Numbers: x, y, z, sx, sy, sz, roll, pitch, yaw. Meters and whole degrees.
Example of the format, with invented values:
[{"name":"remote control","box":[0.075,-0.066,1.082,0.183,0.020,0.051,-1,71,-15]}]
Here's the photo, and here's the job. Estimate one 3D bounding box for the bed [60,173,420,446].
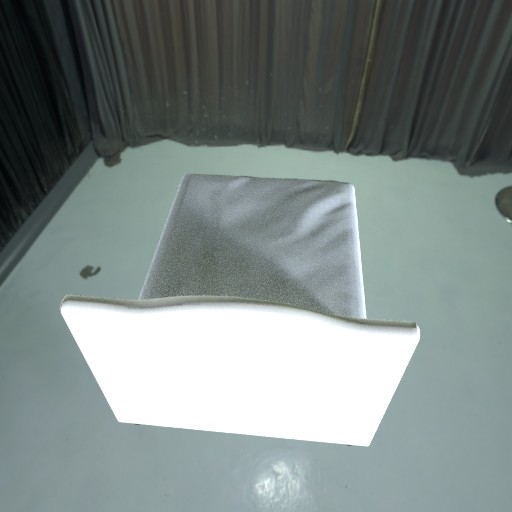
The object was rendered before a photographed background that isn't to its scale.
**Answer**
[{"name":"bed","box":[0.000,0.000,3.294,1.753,1.460,2.143,4,46,4]}]
